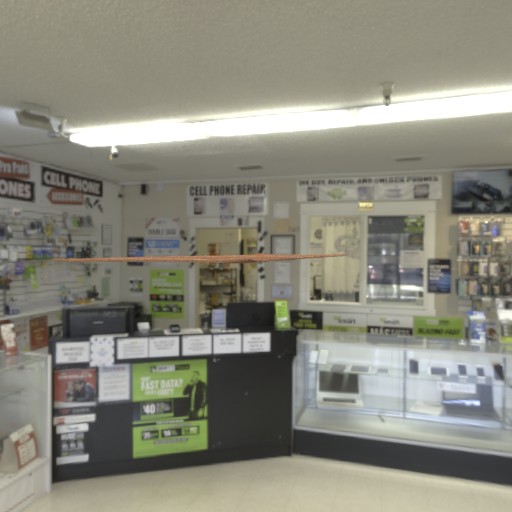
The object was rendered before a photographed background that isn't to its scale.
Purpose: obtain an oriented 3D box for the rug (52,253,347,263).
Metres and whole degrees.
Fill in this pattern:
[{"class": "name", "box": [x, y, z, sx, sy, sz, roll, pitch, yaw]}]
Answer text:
[{"class": "rug", "box": [0.000, 0.000, 2.686, 0.799, 0.030, 2.444, 0, 1, 19]}]
